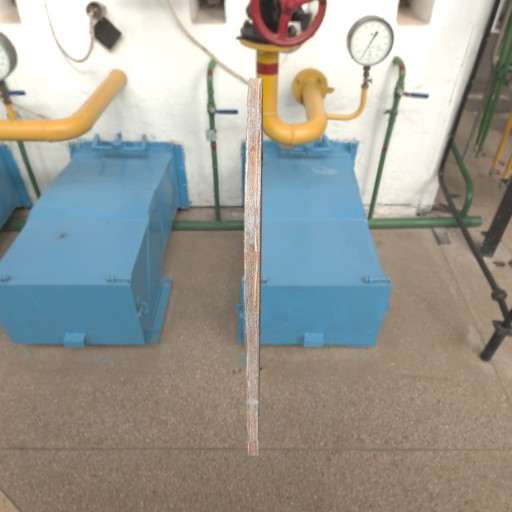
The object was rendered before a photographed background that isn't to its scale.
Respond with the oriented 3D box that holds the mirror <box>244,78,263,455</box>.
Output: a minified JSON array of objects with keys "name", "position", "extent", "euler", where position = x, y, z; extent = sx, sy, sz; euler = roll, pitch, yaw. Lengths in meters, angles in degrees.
[{"name":"mirror","position":[0.000,0.000,1.208],"extent":[0.032,0.920,0.660],"euler":[1,40,1]}]
